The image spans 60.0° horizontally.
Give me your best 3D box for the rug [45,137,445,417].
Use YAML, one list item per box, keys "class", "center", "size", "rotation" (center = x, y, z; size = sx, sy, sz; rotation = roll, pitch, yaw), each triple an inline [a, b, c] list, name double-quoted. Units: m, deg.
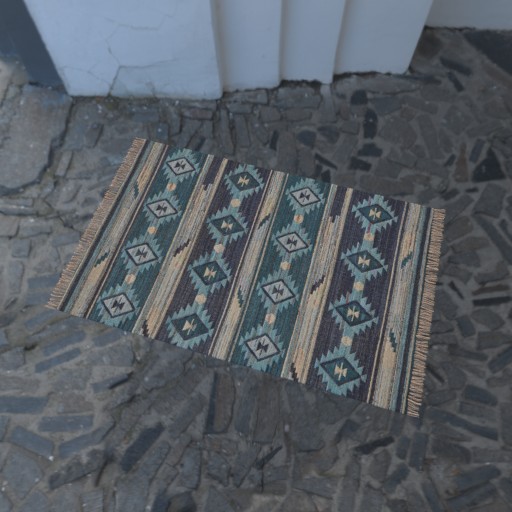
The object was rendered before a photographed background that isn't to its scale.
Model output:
- class: "rug"
  center: [0.000, 0.000, 2.417]
  size: [1.936, 0.028, 1.181]
  rotation: [15, 65, 7]
